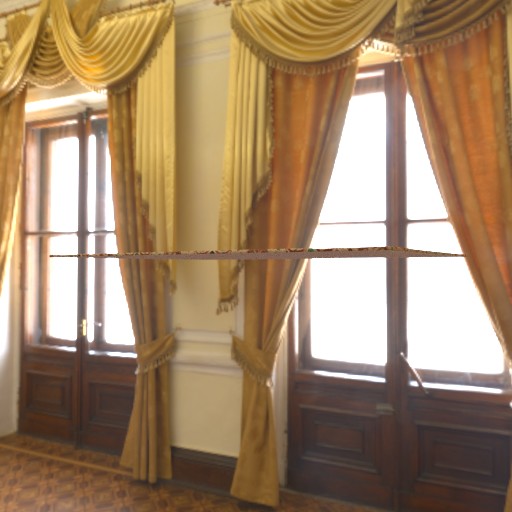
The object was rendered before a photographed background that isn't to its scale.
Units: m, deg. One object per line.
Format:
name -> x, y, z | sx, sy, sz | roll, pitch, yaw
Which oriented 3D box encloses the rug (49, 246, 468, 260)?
rug -> 0.000, 0.000, 2.918 | 2.297, 0.018, 1.541 | -1, -2, 35
